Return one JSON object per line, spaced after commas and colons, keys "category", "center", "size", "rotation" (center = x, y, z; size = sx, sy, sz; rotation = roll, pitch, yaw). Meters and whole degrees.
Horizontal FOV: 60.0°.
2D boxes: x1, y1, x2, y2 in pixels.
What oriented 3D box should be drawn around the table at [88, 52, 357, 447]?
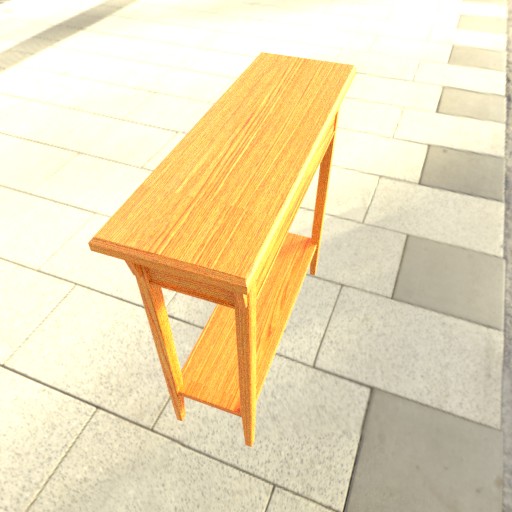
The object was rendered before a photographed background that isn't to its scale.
{"category": "table", "center": [0.000, 0.000, 1.128], "size": [0.254, 0.711, 0.762], "rotation": [15, 47, 14]}
